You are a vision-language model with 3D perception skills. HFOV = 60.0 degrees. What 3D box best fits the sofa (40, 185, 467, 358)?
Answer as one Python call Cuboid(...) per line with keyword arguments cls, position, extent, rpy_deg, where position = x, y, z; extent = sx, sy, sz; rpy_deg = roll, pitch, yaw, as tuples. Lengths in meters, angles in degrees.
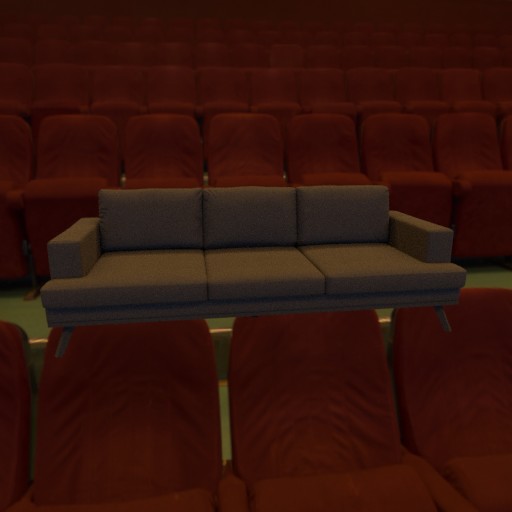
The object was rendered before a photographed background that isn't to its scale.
Cuboid(cls="sofa", position=(0.000, 0.000, 2.781), extent=(2.310, 0.810, 0.920), rpy_deg=(-2, 15, -8))
